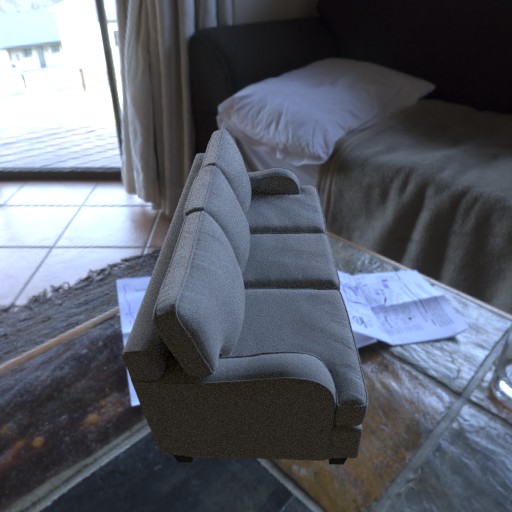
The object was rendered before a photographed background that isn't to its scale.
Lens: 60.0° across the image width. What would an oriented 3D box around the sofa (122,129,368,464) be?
[{"bbox_3d":[0.000,0.000,2.810,1.016,0.997,2.323,0,32,1],"label":"sofa"}]
